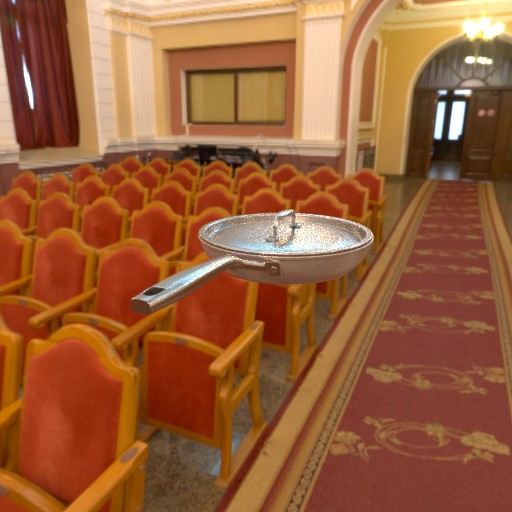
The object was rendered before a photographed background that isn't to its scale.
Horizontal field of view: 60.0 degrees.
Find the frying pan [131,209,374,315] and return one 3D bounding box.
[{"bbox_3d":[0.000,0.000,0.610,0.272,0.086,0.490,8,18,24],"label":"frying pan"}]
